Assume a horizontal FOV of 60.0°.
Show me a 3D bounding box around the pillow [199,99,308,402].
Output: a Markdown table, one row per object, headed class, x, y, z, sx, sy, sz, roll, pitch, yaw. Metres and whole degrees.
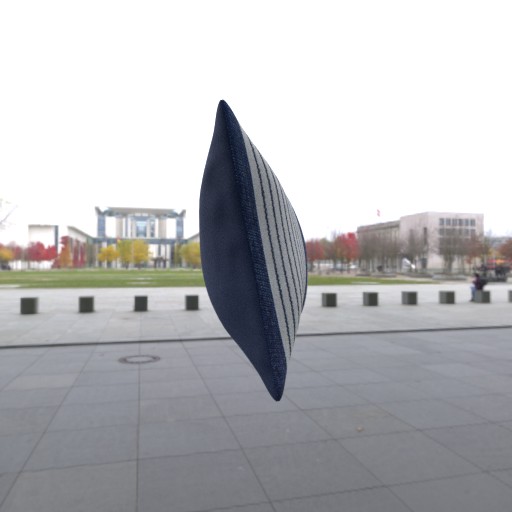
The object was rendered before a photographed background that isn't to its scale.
| class | x | y | z | sx | sy | sz | roll | pitch | yaw |
| --- | --- | --- | --- | --- | --- | --- | --- | --- | --- |
| pillow | 0.000 | 0.000 | 0.729 | 0.156 | 0.292 | 0.608 | 0 | -1 | 1 |
